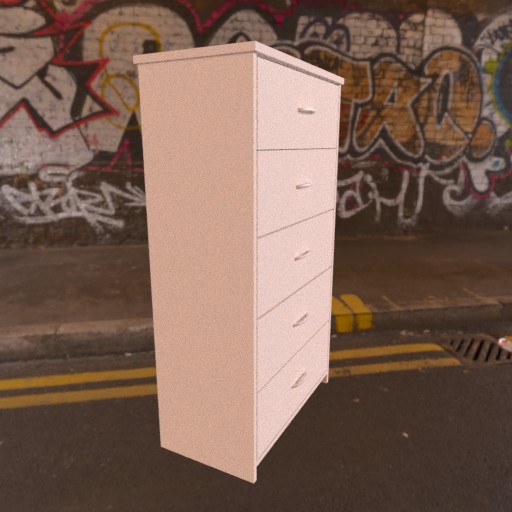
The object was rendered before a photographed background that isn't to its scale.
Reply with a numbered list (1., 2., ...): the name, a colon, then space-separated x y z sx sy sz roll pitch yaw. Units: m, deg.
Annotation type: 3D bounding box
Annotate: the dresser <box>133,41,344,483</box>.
1. dresser: 0.000 0.000 1.592 0.399 1.255 0.704 7 16 27
